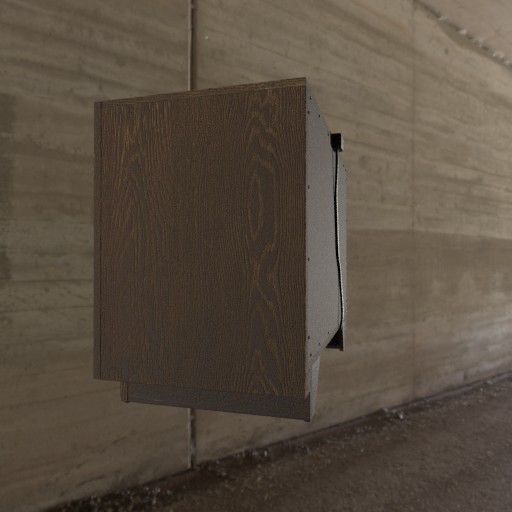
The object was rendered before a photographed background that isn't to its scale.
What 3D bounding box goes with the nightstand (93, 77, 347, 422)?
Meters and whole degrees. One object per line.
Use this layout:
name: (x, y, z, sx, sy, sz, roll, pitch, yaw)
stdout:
nightstand: (0.000, 0.000, 1.190, 0.457, 0.612, 0.775, 0, 0, 17)
